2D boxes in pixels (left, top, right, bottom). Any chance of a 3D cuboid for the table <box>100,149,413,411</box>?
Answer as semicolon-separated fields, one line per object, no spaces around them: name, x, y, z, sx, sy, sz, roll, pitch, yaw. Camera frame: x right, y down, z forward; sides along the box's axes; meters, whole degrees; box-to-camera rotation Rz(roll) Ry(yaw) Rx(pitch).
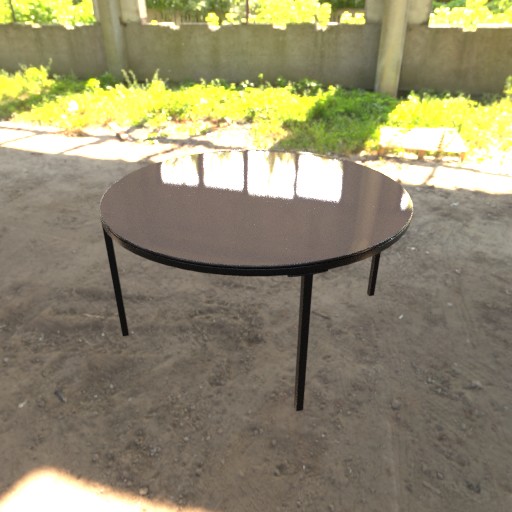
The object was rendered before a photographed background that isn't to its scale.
table;0.000;0.000;1.278;0.800;0.400;0.800;0;29;0
